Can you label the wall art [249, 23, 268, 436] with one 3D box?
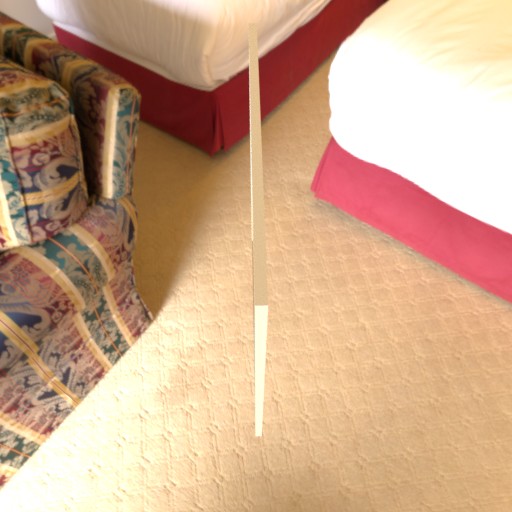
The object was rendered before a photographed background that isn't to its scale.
[{"bbox_3d":[0.000,0.000,0.773,0.012,0.557,0.482,-1,56,-1],"label":"wall art"}]
